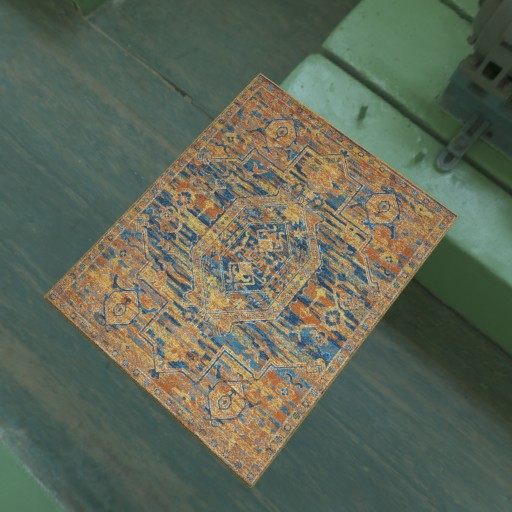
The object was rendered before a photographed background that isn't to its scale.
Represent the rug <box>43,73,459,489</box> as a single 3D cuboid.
[{"bbox_3d":[0.000,0.000,4.064,2.435,0.031,3.040,39,79,9],"label":"rug"}]
